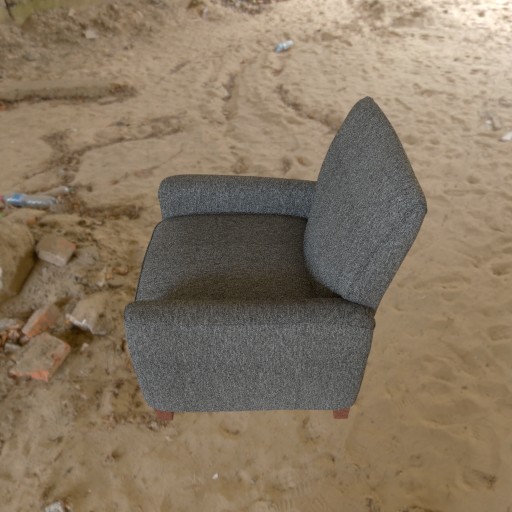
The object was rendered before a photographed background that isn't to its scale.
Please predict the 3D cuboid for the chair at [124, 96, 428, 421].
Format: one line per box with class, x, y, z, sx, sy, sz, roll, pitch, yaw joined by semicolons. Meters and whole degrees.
chair;0.000;0.000;1.639;0.864;1.014;0.848;0;41;0
